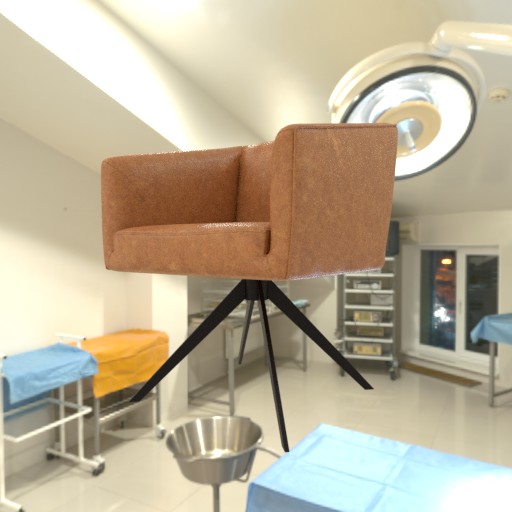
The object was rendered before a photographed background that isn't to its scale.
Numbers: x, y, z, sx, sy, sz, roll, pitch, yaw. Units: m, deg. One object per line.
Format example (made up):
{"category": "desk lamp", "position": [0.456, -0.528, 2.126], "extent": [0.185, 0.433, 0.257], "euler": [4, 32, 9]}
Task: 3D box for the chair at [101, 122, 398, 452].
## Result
{"category": "chair", "position": [0.000, 0.000, 1.201], "extent": [0.588, 0.760, 0.625], "euler": [1, 2, 35]}
